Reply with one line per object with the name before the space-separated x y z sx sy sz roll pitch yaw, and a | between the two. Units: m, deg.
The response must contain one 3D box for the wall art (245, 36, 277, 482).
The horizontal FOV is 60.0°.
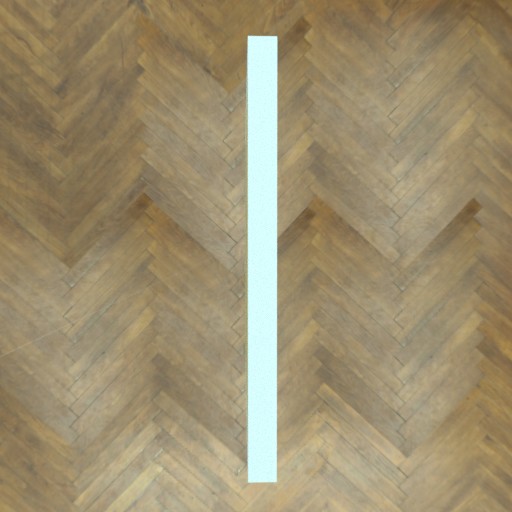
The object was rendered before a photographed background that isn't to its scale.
wall art | 0.000 0.000 0.458 0.020 0.307 0.307 0 92 -2
